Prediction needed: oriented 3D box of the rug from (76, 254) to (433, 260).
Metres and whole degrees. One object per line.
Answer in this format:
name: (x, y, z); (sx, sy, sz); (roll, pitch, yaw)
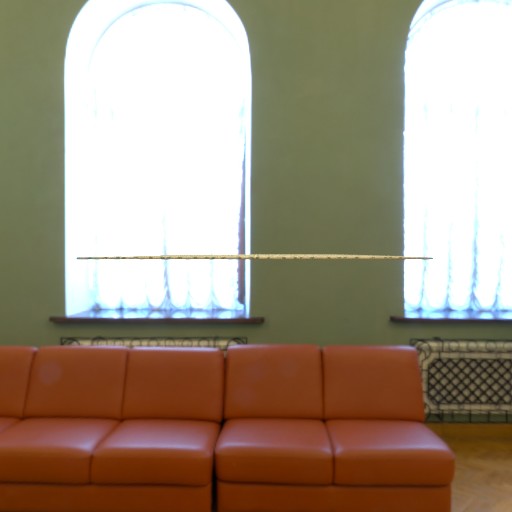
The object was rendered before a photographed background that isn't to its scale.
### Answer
rug: (0.000, 0.000, 3.093); (1.517, 0.011, 2.435); (0, 0, 0)
